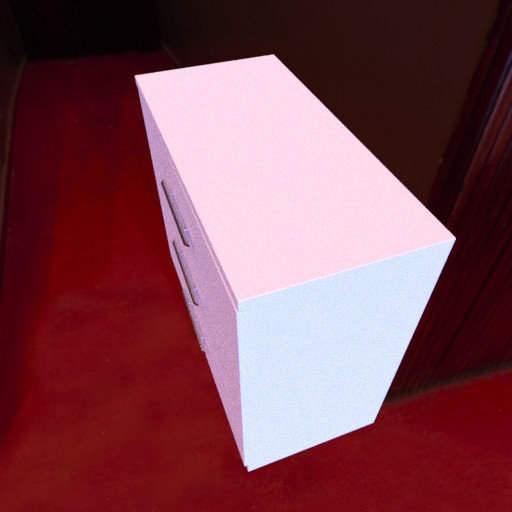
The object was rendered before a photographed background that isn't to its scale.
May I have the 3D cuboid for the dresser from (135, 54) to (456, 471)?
[{"bbox_3d":[0.000,0.000,1.241,0.420,0.740,0.830,-15,48,-14],"label":"dresser"}]
